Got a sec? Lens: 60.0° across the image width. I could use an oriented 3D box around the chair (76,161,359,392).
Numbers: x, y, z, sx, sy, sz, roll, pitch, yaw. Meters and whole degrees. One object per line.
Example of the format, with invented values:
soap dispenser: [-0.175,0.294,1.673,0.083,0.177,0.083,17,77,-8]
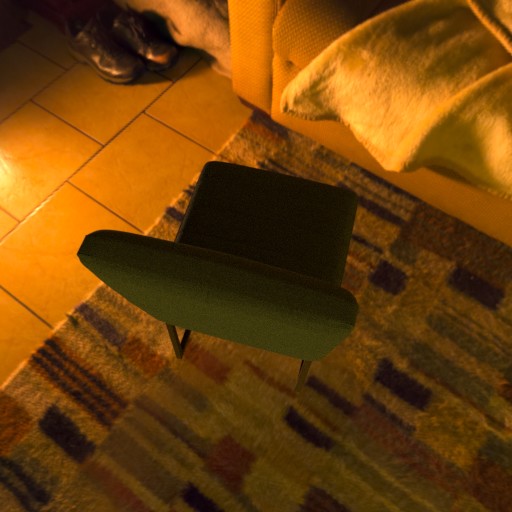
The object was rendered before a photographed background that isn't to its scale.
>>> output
chair: [0.000,0.000,1.290,0.520,0.930,0.634,14,64,7]
